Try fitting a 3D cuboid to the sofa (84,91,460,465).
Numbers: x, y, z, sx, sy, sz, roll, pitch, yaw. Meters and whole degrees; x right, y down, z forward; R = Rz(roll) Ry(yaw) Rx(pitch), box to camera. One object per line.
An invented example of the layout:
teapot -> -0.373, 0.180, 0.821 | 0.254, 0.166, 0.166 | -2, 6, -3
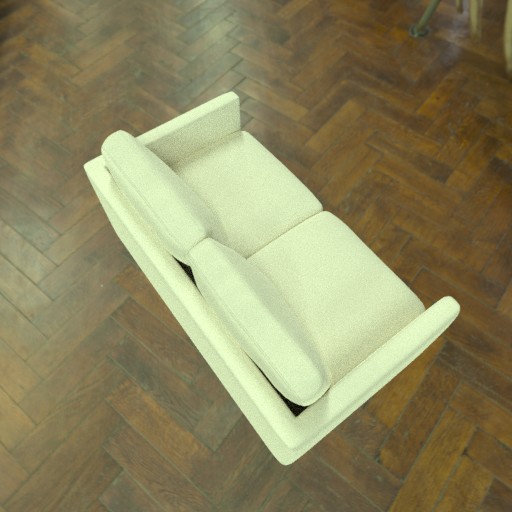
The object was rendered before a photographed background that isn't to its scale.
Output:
sofa -> 0.000, 0.000, 2.252 | 0.964, 0.888, 1.702 | -33, 65, -17
